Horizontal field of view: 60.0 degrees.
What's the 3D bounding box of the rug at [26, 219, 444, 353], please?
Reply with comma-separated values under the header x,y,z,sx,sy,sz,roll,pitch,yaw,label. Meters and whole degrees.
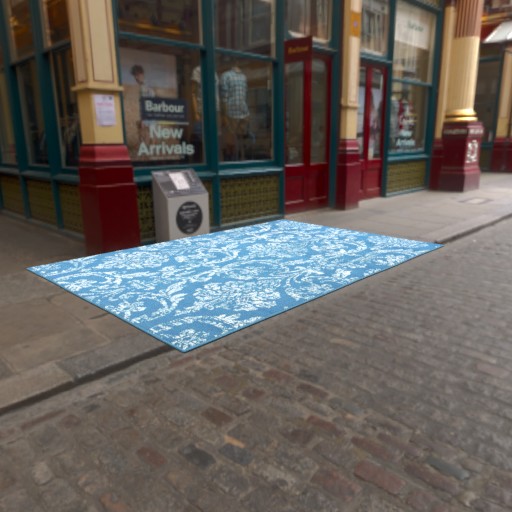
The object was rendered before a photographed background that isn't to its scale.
x,y,z,sx,sy,sz,roll,pitch,yaw,label
0.000,0.000,2.295,1.211,0.012,1.833,14,20,42,rug
